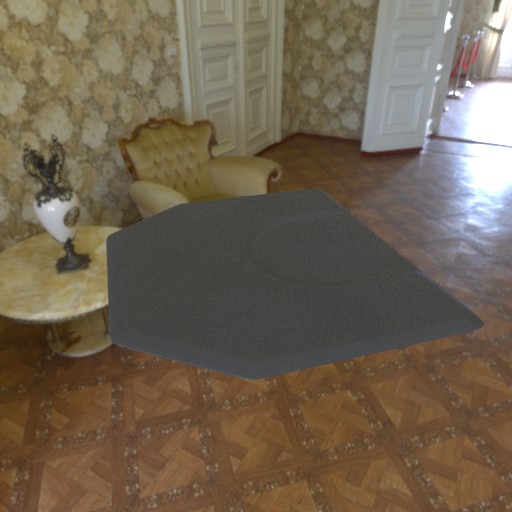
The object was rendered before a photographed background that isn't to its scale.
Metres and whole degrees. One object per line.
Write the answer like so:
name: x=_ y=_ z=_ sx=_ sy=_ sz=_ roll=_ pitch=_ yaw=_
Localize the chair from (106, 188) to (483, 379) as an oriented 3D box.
chair: x=0.000 y=0.000 z=1.892 sx=1.219 sy=0.024 sz=1.372 roll=-9 pitch=30 yaw=-15
